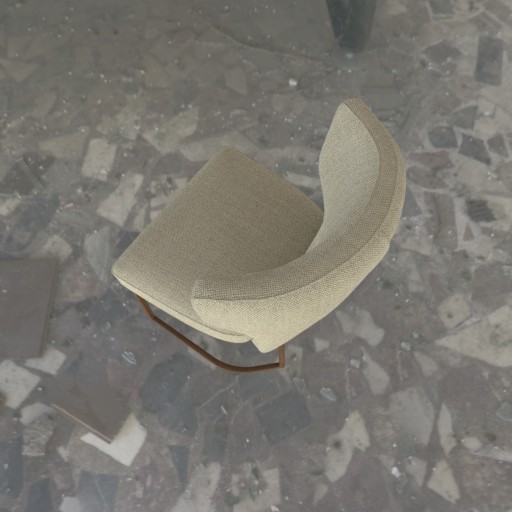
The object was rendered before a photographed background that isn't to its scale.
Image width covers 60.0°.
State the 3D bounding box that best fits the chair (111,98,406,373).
[{"bbox_3d":[0.000,0.000,1.263,0.617,0.824,0.611,32,67,15],"label":"chair"}]
